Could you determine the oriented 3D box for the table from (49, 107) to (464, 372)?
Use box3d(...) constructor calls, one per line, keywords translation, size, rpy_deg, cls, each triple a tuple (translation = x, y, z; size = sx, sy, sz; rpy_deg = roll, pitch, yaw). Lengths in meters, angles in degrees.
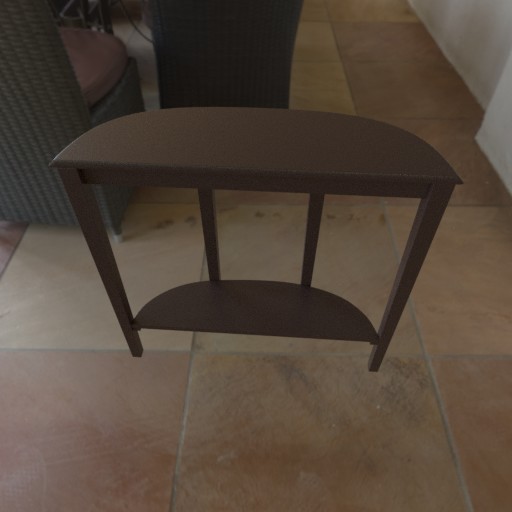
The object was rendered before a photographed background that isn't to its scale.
box3d(translation=(0.000, 0.000, 1.350), size=(0.909, 0.831, 0.274), rpy_deg=(3, 46, 3), cls="table")
